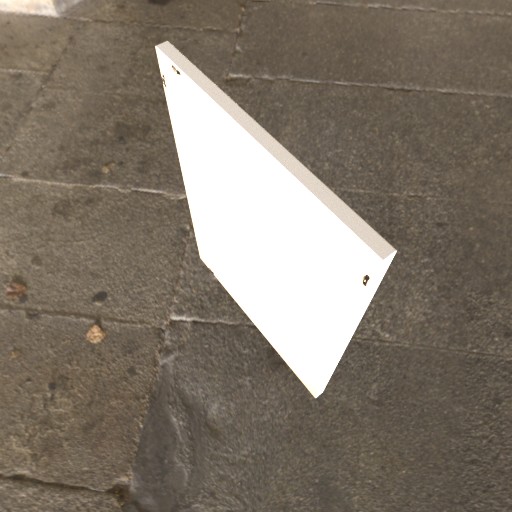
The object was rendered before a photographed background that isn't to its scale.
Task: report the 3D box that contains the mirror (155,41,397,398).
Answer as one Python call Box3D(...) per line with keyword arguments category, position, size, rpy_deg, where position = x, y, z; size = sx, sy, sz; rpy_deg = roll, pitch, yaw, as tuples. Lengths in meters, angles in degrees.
Box3D(category="mirror", position=(0.000, 0.000, 1.365), size=(0.040, 1.016, 0.762), rpy_deg=(-34, 65, -18))
